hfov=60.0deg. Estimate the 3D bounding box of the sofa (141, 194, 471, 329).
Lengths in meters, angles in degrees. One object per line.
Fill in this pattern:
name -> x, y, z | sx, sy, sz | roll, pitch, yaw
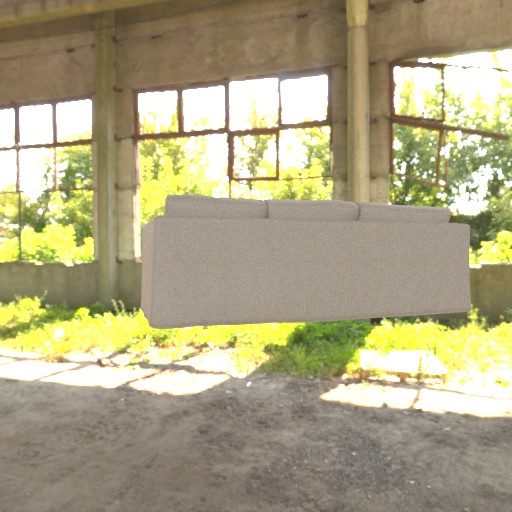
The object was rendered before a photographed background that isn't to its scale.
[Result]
sofa -> 0.000, 0.000, 4.713 | 2.476, 0.878, 3.528 | 0, 1, -18
